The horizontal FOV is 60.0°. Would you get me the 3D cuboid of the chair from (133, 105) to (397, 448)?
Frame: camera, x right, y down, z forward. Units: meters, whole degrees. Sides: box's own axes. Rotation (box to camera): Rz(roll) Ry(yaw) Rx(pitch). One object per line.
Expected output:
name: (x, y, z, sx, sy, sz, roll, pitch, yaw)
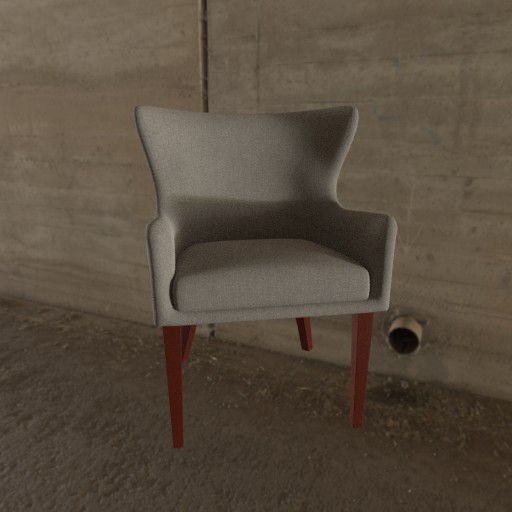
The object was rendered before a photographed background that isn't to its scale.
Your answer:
chair: (0.000, 0.000, 1.447, 0.732, 0.948, 0.677, -3, 16, -9)
